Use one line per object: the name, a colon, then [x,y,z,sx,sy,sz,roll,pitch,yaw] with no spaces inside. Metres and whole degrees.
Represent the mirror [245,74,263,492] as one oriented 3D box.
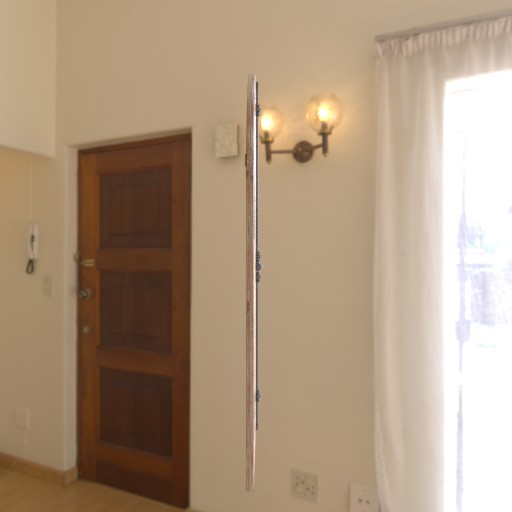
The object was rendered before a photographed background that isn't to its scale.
mirror: [0.000,0.000,1.165,0.032,0.915,0.609,0,0,1]
